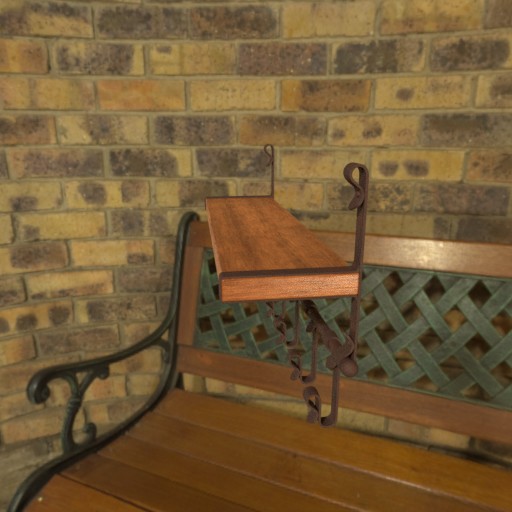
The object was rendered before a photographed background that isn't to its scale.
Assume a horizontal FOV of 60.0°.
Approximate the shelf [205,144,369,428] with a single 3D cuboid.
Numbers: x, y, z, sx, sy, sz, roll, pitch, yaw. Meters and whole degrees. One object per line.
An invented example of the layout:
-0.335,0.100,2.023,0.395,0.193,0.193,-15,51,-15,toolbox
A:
0.000,0.000,0.712,0.146,0.330,0.567,-2,16,-8,shelf
